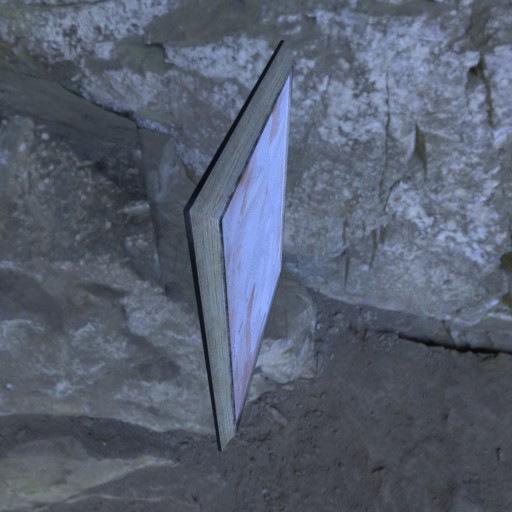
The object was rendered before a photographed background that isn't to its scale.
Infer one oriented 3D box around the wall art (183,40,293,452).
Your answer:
[{"bbox_3d":[0.000,0.000,0.630,0.023,0.457,0.381,10,45,10],"label":"wall art"}]
